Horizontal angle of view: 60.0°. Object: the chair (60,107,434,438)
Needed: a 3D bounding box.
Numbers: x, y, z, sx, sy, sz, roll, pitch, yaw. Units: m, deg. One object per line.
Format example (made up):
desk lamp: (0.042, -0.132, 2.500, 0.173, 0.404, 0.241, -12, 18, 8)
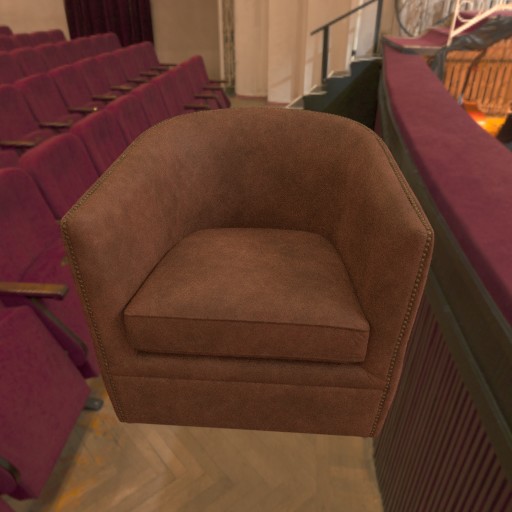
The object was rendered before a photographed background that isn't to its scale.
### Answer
chair: (0.000, 0.000, 1.475, 0.850, 0.790, 0.870, 2, 30, 4)
